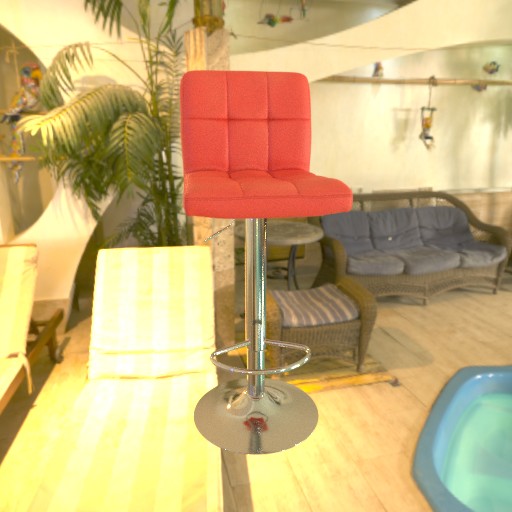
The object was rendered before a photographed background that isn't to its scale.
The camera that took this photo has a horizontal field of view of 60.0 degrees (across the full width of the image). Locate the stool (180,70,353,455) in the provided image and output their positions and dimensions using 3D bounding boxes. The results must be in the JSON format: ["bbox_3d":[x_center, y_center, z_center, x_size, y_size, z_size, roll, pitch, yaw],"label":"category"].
[{"bbox_3d":[0.000,0.000,1.366,0.430,1.115,0.505,-2,16,-8],"label":"stool"}]
